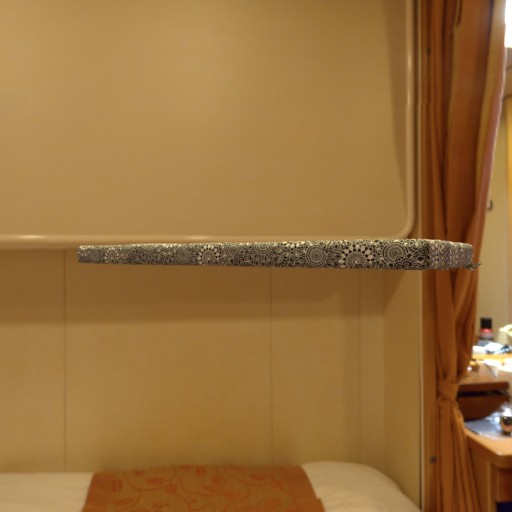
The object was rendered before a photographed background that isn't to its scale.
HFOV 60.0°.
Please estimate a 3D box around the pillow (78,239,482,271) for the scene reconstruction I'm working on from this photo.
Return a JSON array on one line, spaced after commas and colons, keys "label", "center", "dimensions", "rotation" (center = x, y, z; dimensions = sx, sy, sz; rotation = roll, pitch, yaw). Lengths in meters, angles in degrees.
[{"label": "pillow", "center": [0.000, 0.000, 1.352], "dimensions": [1.187, 0.081, 0.492], "rotation": [0, 0, 36]}]
